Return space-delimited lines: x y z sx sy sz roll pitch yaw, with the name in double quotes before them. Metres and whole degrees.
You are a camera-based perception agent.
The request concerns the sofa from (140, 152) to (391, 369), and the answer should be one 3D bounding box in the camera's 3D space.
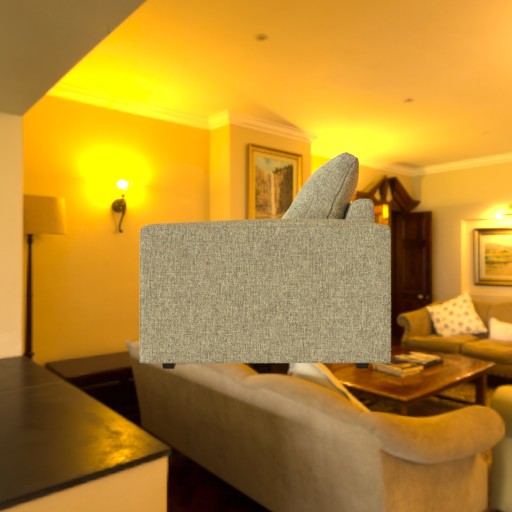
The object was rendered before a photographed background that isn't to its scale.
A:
"sofa" 0.000 0.000 2.856 1.040 0.922 2.299 0 0 0
